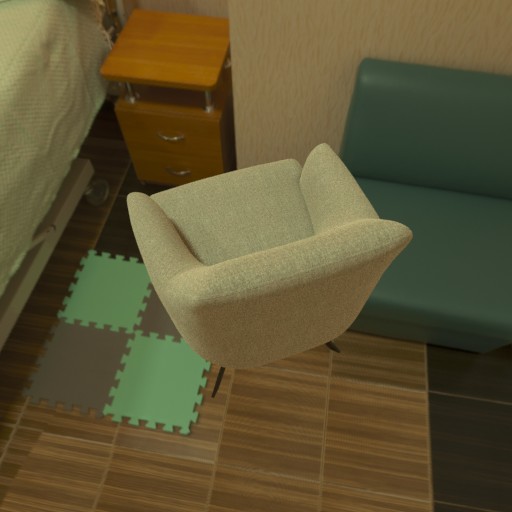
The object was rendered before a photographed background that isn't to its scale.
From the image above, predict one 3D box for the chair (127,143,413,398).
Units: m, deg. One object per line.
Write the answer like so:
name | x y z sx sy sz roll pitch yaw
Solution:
chair | 0.000 0.000 1.341 0.642 0.874 0.677 -17 59 -11
